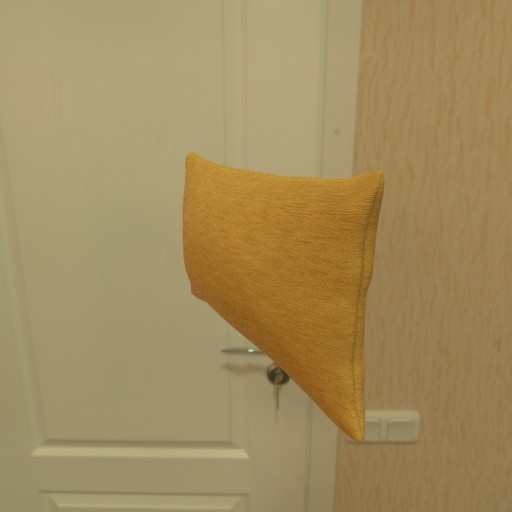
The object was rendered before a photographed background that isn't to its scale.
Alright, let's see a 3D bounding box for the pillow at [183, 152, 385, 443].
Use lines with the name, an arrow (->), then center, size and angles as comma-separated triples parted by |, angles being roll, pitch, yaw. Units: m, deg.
pillow -> 0.000, 0.000, 0.807 | 0.210, 0.354, 0.634 | -8, 18, -27
